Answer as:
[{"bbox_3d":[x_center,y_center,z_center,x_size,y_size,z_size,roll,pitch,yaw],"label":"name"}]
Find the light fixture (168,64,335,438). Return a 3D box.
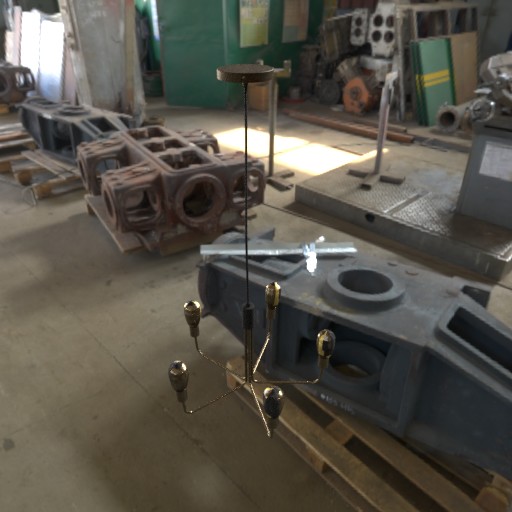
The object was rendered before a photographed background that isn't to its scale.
[{"bbox_3d":[0.000,0.000,1.337,0.532,1.059,0.588,1,32,1],"label":"light fixture"}]
